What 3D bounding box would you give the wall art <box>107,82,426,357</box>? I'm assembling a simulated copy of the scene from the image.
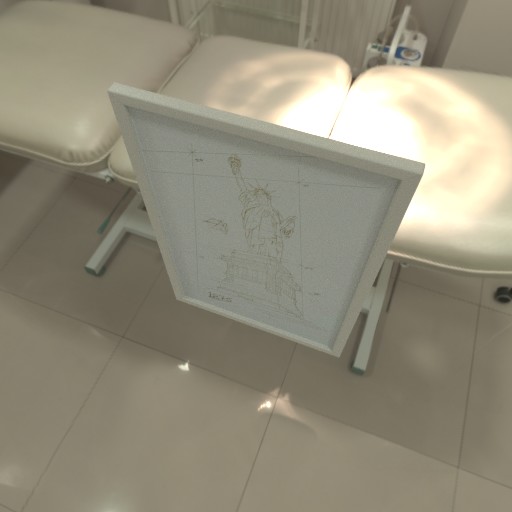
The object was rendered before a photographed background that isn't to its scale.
[{"bbox_3d":[0.000,0.000,1.566,0.808,1.183,0.038,18,59,11],"label":"wall art"}]
